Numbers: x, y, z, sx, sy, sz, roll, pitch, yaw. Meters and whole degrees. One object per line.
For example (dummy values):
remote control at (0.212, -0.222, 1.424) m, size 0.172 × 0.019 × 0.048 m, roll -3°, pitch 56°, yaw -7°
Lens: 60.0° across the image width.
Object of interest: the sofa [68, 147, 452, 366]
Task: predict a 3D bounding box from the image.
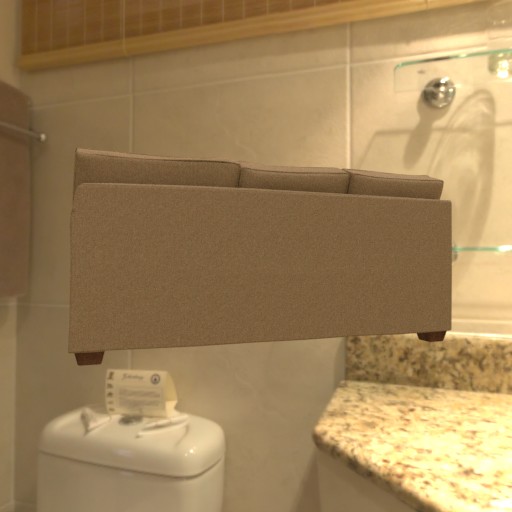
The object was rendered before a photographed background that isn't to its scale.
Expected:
sofa at (0.000, 0.000, 2.589) m, size 1.963 × 0.946 × 1.034 m, roll 0°, pitch -1°, yaw -19°
